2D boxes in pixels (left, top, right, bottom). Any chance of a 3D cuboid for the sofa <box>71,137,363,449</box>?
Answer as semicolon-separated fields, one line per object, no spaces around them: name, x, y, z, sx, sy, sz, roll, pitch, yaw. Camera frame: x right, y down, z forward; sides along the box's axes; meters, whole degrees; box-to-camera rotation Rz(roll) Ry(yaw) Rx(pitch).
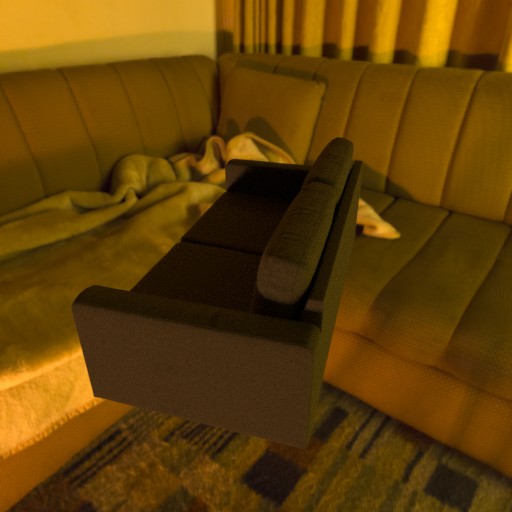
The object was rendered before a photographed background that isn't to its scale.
sofa;0.000;0.000;2.275;0.889;0.897;1.730;8;31;14
